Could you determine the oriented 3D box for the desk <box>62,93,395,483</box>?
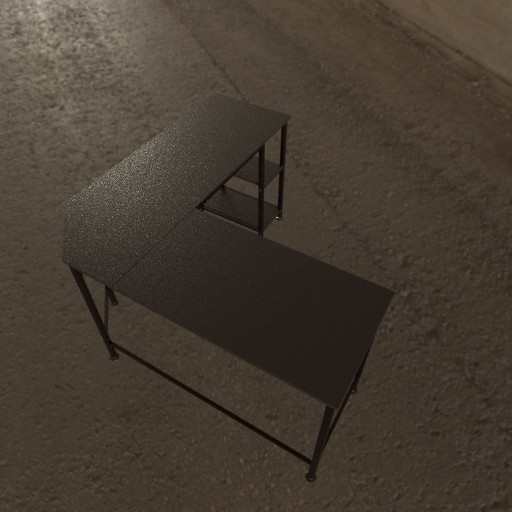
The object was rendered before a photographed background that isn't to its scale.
[{"bbox_3d":[0.000,0.000,2.193,1.379,0.739,1.379,24,51,20],"label":"desk"}]
